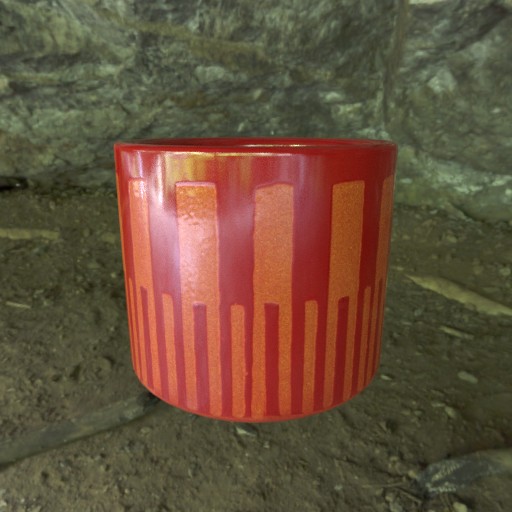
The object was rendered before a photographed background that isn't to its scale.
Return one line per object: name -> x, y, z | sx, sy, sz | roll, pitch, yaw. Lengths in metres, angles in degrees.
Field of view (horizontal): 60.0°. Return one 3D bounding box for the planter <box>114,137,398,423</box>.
planter -> 0.000, 0.000, 0.400 | 0.230, 0.202, 0.230 | 0, 16, 0
